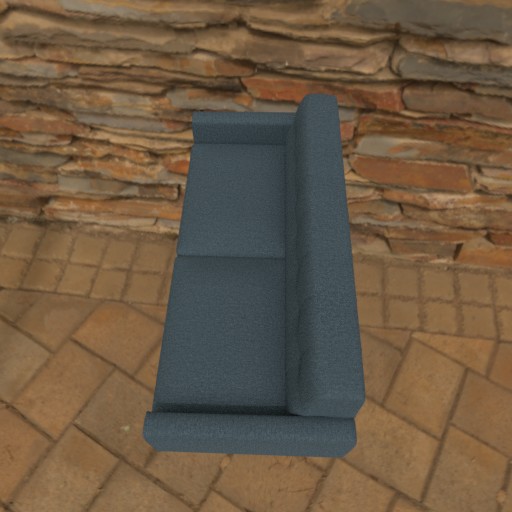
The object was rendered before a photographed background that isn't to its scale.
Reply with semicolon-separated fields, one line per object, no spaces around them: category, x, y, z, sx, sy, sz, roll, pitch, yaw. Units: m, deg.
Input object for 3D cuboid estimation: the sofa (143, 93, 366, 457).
sofa;0.000;0.000;2.547;0.942;0.884;2.055;2;58;1
